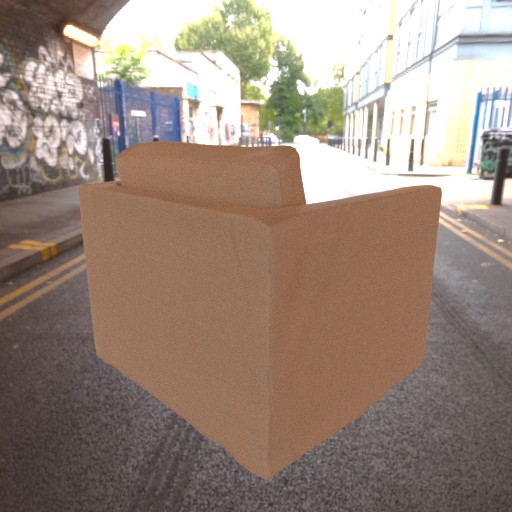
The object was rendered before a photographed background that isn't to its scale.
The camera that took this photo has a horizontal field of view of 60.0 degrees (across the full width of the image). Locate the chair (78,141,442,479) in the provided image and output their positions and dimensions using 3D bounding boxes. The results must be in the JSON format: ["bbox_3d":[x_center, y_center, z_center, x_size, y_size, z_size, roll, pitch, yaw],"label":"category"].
[{"bbox_3d":[0.000,0.000,1.724,0.949,0.867,1.057,-15,21,-43],"label":"chair"}]
